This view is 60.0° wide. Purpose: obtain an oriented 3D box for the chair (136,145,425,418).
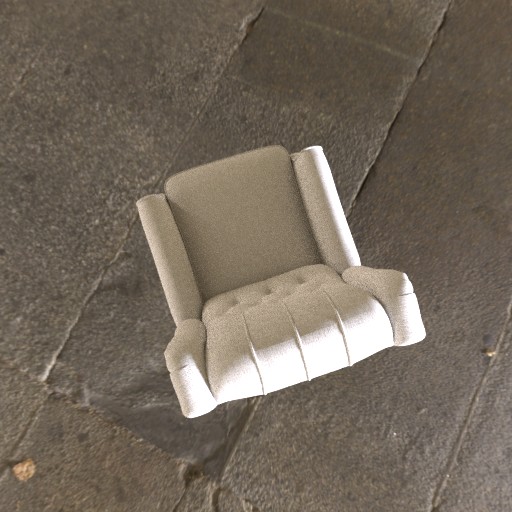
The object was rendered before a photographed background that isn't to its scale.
[{"bbox_3d":[0.000,0.000,1.669,0.742,1.035,0.902,-18,78,-4],"label":"chair"}]
